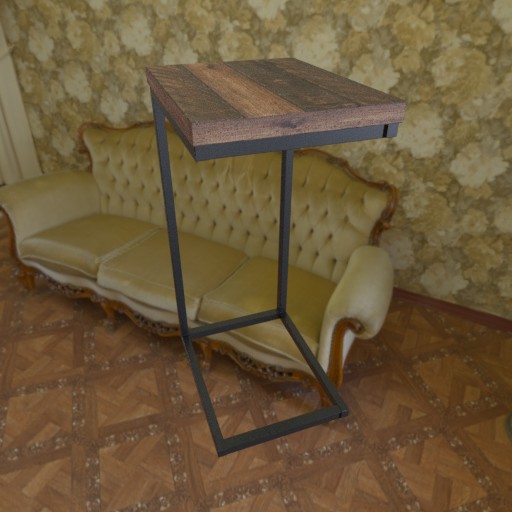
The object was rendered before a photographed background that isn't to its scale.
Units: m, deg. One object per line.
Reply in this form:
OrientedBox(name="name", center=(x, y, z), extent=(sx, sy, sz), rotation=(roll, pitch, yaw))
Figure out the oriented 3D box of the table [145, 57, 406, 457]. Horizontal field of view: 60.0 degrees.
OrientedBox(name="table", center=(0.000, 0.000, 0.959), extent=(0.323, 0.718, 0.414), rotation=(-11, 34, -16))
